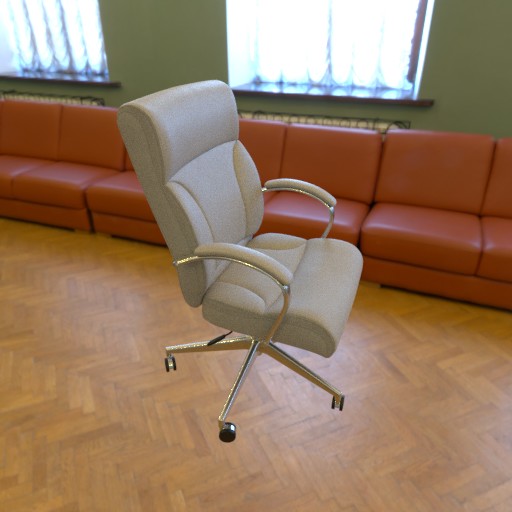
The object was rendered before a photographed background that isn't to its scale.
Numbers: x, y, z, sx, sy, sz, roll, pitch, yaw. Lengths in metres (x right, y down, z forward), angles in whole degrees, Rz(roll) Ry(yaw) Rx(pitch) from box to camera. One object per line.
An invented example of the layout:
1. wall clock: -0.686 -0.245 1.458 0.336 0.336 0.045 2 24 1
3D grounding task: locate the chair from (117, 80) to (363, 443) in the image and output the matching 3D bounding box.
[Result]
1. chair: 0.000 0.000 1.570 0.745 1.099 0.727 10 30 18
